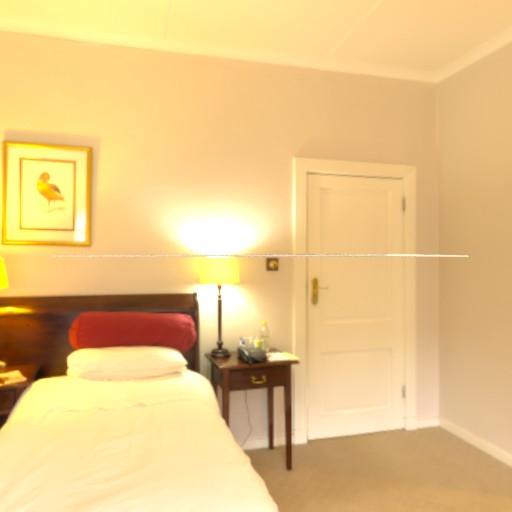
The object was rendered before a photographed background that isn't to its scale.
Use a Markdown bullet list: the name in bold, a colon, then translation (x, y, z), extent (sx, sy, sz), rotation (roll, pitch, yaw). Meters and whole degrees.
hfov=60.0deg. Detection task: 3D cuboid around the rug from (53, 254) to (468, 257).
- **rug**: translation (0.000, 0.000, 2.911), extent (2.284, 0.008, 1.522), rotation (0, 0, 36)
